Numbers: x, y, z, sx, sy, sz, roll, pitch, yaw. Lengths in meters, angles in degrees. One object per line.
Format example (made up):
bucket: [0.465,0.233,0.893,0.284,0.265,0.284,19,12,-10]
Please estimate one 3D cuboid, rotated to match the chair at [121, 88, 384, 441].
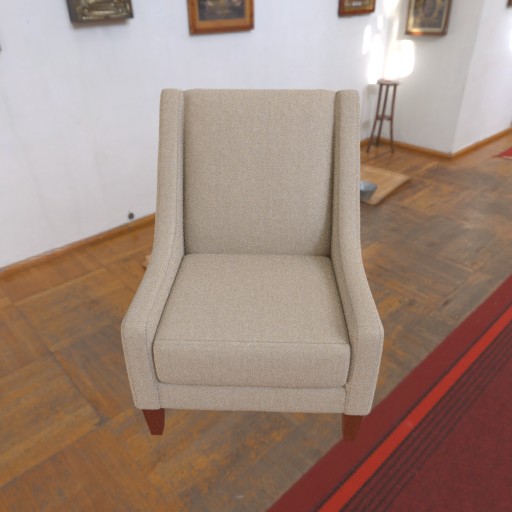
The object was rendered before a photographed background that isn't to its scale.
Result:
chair: [0.000,0.000,1.595,0.774,1.014,0.870,1,30,2]
